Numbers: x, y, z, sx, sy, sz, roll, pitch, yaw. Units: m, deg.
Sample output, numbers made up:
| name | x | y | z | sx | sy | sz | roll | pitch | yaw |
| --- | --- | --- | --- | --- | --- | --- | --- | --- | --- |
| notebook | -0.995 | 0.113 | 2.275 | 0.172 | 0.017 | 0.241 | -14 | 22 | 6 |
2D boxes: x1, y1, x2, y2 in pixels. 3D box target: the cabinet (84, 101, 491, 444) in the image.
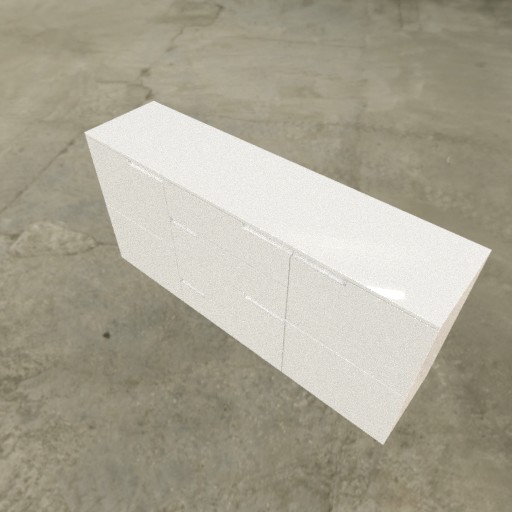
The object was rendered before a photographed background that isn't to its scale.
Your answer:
| name | x | y | z | sx | sy | sz | roll | pitch | yaw |
| --- | --- | --- | --- | --- | --- | --- | --- | --- | --- |
| cabinet | 0.000 | 0.000 | 1.979 | 1.650 | 0.800 | 0.400 | 30 | 52 | 27 |
